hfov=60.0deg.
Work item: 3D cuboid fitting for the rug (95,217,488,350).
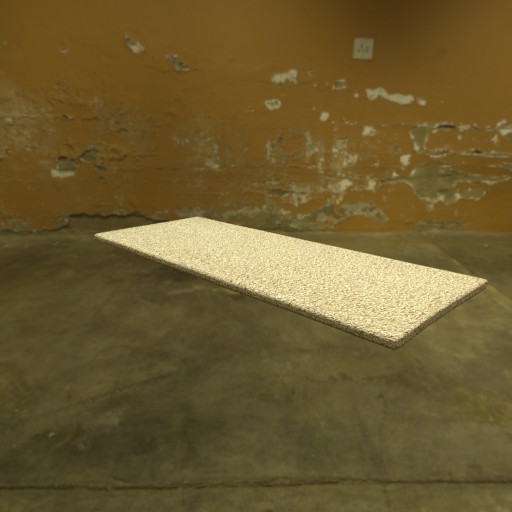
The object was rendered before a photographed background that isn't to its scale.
[{"bbox_3d":[0.000,0.000,1.743,0.609,0.030,1.524,-15,22,-43],"label":"rug"}]
